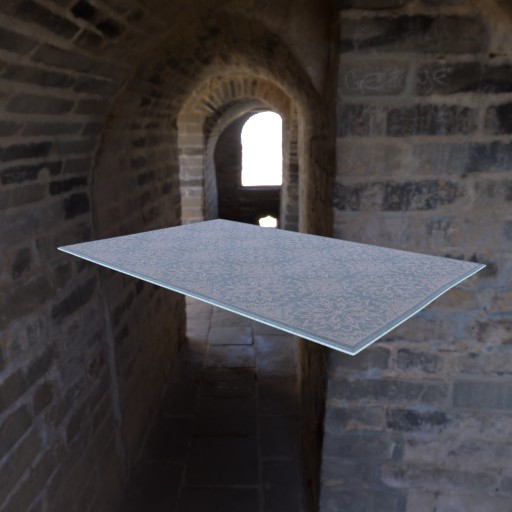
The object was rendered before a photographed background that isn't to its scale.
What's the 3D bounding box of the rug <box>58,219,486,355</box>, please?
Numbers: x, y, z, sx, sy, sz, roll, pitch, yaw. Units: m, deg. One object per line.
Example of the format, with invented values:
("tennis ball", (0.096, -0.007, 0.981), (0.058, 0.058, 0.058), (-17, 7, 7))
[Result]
("rug", (0.000, 0.000, 3.380), (2.746, 0.018, 1.819), (13, 20, 41))
